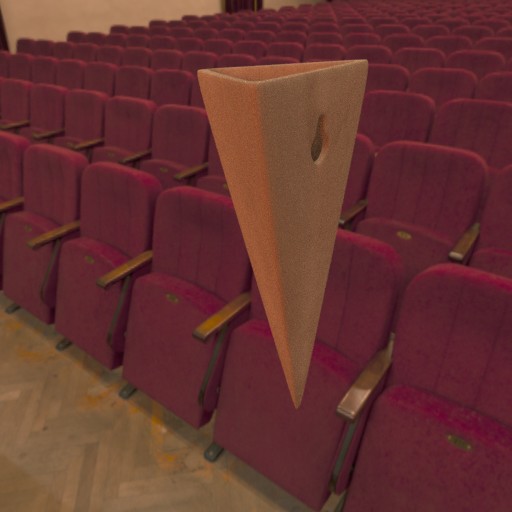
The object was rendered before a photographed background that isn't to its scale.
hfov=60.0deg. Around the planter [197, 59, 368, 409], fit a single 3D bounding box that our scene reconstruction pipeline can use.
[{"bbox_3d":[0.000,0.000,0.279,0.081,0.224,0.101,21,36,32],"label":"planter"}]
